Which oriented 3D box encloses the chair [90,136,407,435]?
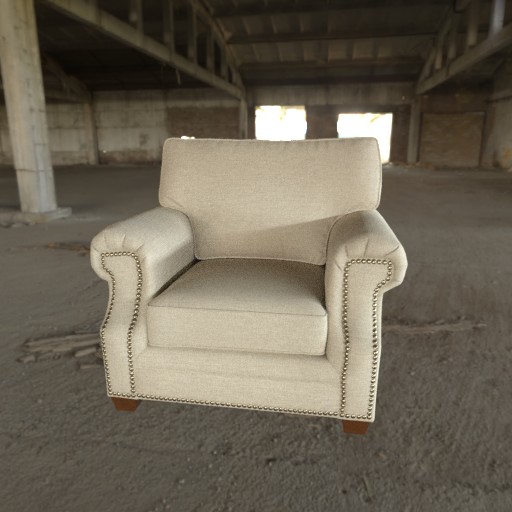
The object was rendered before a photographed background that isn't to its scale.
[{"bbox_3d":[0.000,0.000,1.835,1.092,0.961,0.965,2,14,9],"label":"chair"}]
